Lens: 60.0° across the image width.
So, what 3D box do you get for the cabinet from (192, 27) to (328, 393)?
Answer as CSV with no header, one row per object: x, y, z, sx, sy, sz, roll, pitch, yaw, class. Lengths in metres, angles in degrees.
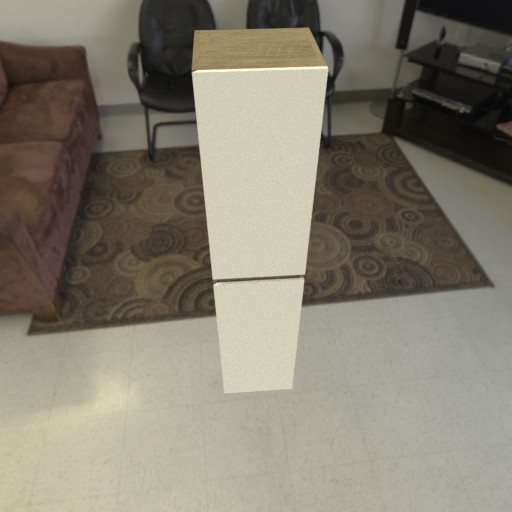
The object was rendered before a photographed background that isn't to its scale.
0.000,0.000,1.554,0.300,1.400,0.270,-3,45,-3,cabinet
